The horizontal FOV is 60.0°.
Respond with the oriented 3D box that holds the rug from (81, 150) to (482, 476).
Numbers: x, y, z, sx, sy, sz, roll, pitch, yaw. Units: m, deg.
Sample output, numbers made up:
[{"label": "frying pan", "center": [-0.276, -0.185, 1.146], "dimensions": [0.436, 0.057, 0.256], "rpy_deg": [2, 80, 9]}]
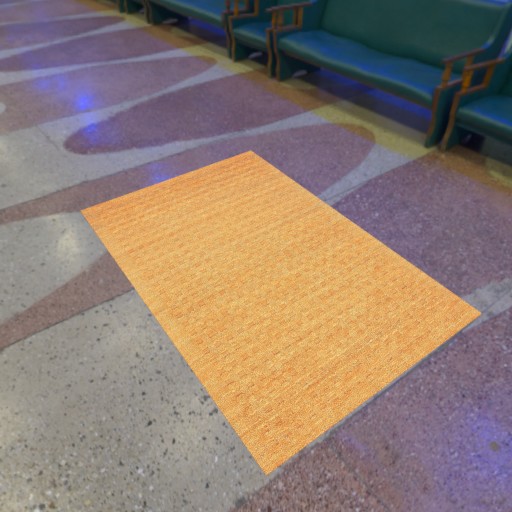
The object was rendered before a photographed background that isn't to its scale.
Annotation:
[{"label": "rug", "center": [0.000, 0.000, 2.880], "dimensions": [1.524, 0.006, 2.285], "rpy_deg": [-26, 48, -25]}]
